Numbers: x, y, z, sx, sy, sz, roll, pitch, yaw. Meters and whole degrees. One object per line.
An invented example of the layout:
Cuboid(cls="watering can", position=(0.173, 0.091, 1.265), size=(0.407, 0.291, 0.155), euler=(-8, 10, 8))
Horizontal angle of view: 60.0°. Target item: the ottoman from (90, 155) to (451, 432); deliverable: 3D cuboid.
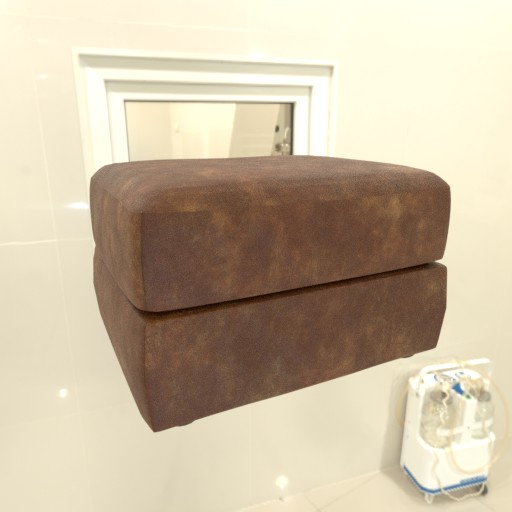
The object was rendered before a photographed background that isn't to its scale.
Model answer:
Cuboid(cls="ottoman", position=(0.000, 0.000, 1.128), size=(0.751, 0.476, 0.603), euler=(-8, 18, -25))
